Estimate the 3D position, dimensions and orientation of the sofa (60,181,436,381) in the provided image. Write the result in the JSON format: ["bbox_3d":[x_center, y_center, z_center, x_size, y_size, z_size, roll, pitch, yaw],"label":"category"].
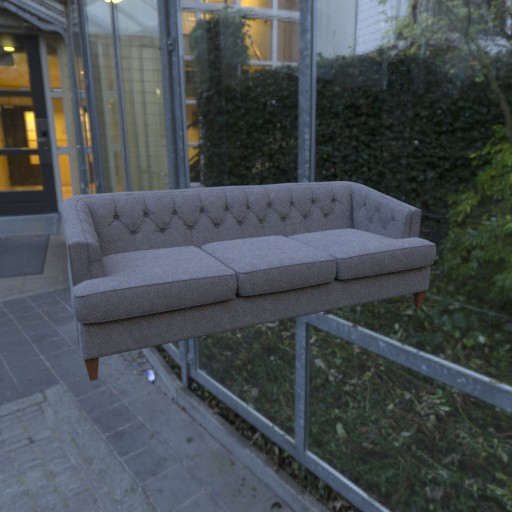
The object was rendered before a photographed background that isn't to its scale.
[{"bbox_3d":[0.000,0.000,2.830,2.247,0.806,0.917,-7,17,-25],"label":"sofa"}]
